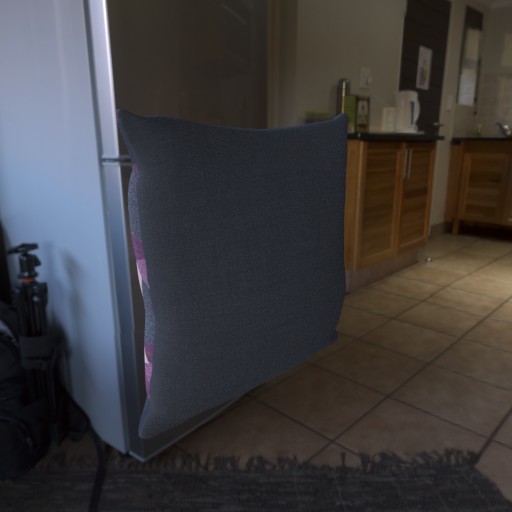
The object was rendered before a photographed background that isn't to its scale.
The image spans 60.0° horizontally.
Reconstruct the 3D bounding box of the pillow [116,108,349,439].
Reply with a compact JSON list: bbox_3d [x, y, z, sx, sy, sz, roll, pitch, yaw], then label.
[{"bbox_3d":[0.000,0.000,0.789,0.503,0.496,0.208,-14,21,-42],"label":"pillow"}]
